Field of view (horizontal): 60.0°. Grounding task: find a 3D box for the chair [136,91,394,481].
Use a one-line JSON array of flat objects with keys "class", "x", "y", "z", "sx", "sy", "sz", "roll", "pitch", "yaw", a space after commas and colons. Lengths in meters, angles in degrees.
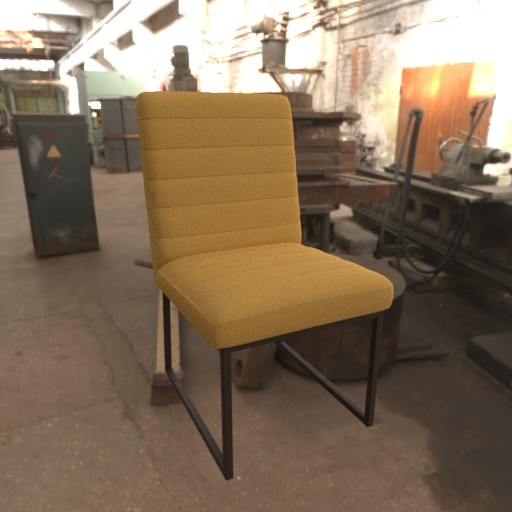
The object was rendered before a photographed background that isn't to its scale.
[{"class": "chair", "x": 0.000, "y": 0.000, "z": 1.305, "sx": 0.520, "sy": 0.930, "sz": 0.634, "roll": -8, "pitch": 19, "yaw": -25}]
